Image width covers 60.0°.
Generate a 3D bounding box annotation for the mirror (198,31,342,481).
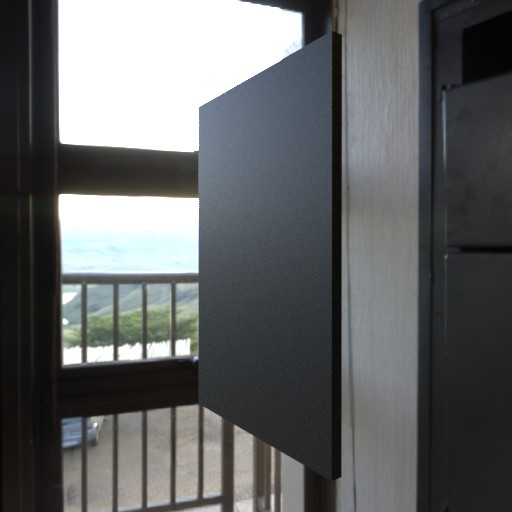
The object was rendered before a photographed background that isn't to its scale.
[{"bbox_3d":[0.000,0.000,1.520,0.038,1.219,0.762,0,0,-35],"label":"mirror"}]
